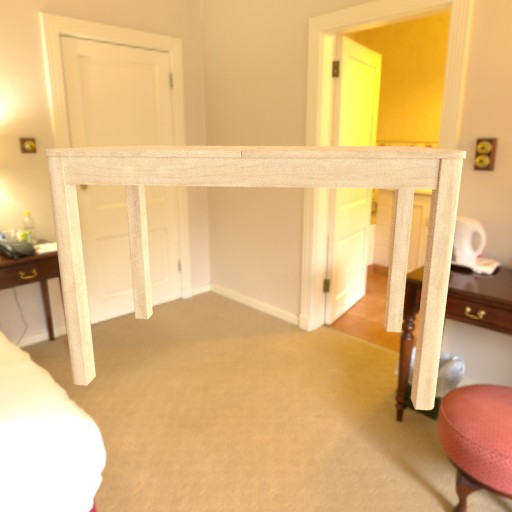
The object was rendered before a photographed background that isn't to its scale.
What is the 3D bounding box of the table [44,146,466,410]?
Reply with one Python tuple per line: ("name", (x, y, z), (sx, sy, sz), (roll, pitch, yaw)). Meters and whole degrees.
("table", (0.000, 0.000, 1.897), (1.400, 0.900, 0.750), (2, 15, 7))
